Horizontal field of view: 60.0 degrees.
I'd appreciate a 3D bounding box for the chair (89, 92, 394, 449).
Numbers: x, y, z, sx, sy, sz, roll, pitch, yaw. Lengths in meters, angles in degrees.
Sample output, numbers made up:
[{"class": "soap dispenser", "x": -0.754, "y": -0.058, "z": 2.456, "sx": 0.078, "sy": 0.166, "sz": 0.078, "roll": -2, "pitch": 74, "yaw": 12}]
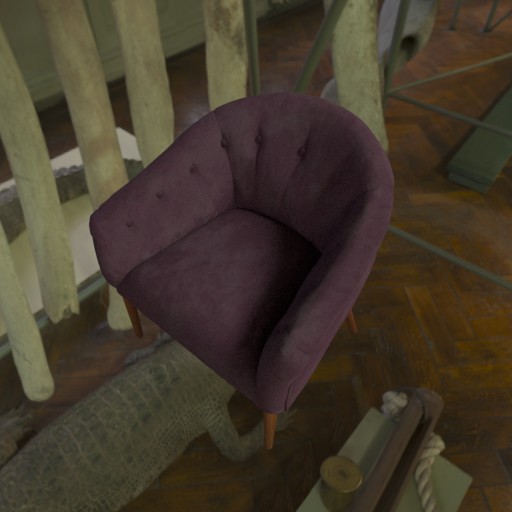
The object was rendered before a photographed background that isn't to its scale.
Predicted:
[{"class": "chair", "x": 0.000, "y": 0.000, "z": 1.542, "sx": 0.851, "sy": 0.885, "sz": 0.776, "roll": 32, "pitch": 54, "yaw": 26}]
